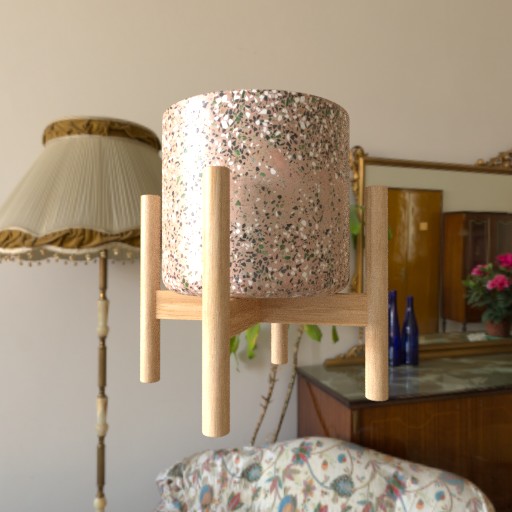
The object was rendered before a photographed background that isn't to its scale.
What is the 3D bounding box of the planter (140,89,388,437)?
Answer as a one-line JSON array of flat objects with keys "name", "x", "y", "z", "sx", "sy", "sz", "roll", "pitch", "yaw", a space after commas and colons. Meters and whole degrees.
[{"name": "planter", "x": 0.000, "y": 0.000, "z": 0.536, "sx": 0.284, "sy": 0.320, "sz": 0.284, "roll": 0, "pitch": -1, "yaw": 37}]
